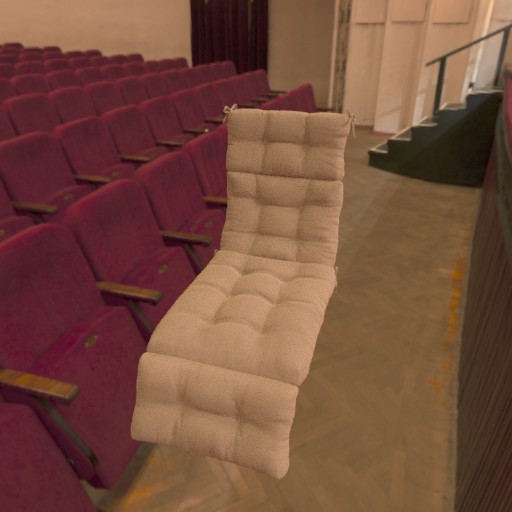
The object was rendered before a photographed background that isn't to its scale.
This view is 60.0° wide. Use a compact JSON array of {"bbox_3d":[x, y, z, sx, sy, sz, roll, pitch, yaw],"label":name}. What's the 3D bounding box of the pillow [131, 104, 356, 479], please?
[{"bbox_3d":[0.000,0.000,1.507,0.526,0.863,1.016,8,28,15],"label":"pillow"}]
